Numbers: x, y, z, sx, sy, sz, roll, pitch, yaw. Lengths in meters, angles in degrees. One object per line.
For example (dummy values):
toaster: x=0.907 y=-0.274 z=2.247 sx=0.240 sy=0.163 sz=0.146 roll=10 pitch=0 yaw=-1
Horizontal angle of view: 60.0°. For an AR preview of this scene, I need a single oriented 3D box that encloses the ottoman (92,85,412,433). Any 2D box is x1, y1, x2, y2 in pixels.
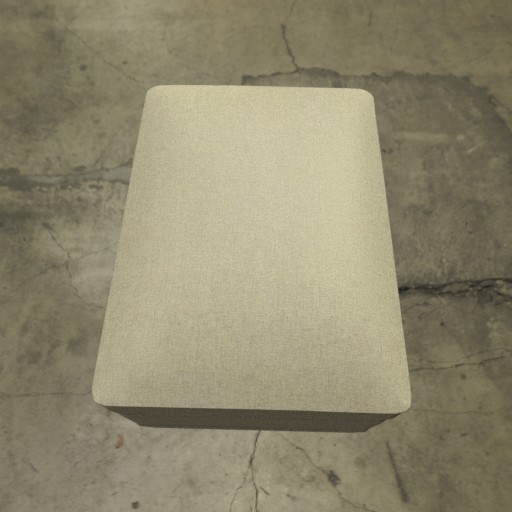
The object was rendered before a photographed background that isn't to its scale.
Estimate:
ottoman: x=0.000 y=0.000 z=1.189 sx=0.619 sy=0.504 sz=0.843 roll=1 pitch=63 yaw=1
